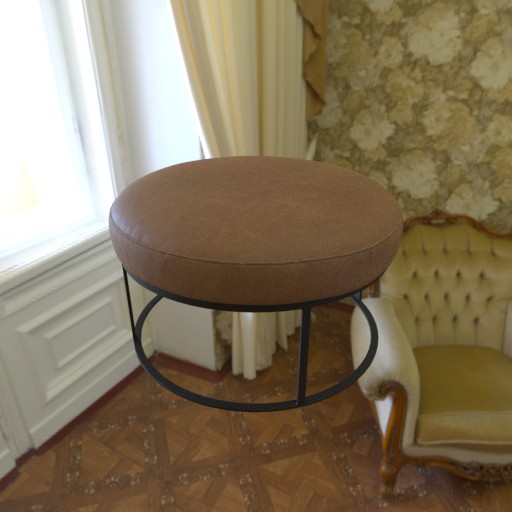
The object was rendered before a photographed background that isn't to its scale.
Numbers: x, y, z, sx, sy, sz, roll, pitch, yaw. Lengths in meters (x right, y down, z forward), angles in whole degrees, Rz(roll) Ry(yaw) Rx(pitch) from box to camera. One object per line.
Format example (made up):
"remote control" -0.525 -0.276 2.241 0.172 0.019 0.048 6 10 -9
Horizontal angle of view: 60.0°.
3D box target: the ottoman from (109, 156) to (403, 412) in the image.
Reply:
"ottoman" 0.000 0.000 1.272 0.771 0.460 0.771 0 26 0
